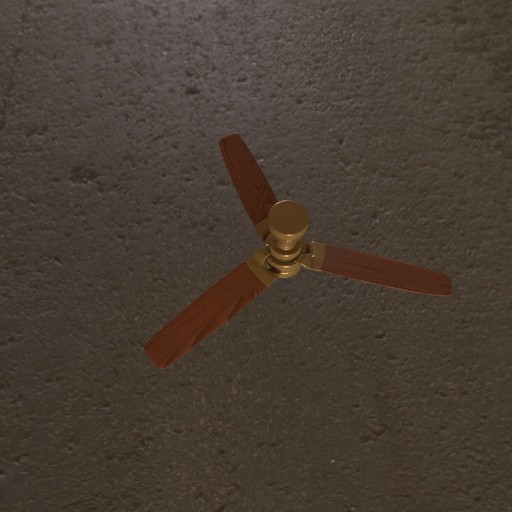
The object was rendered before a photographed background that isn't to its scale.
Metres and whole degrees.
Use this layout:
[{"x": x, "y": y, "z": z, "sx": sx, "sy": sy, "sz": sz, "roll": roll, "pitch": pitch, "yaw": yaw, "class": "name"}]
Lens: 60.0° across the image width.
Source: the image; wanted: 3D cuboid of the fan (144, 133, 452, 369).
[{"x": 0.000, "y": 0.000, "z": 2.019, "sx": 1.271, "sy": 0.425, "sz": 1.416, "roll": -38, "pitch": 69, "yaw": -18, "class": "fan"}]
